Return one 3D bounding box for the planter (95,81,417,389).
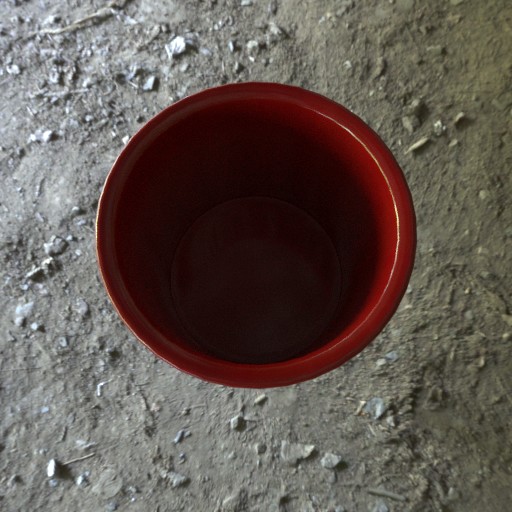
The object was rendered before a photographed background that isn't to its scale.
[{"bbox_3d":[0.000,0.000,0.410,0.230,0.202,0.230,0,75,0],"label":"planter"}]
